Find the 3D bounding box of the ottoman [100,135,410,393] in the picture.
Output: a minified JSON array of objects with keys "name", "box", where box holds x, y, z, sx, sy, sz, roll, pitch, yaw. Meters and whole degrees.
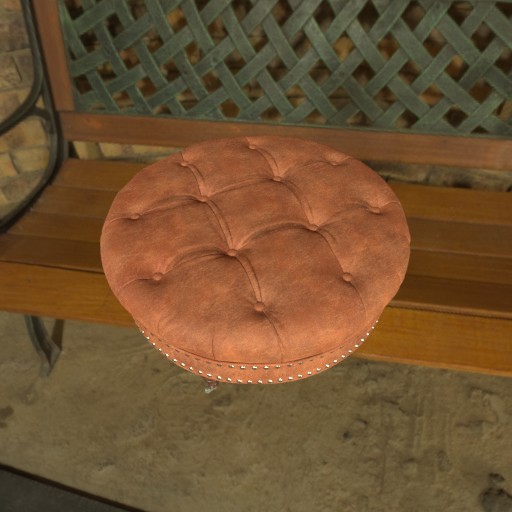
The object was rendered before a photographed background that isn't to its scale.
[{"name":"ottoman","box":[0.000,0.000,1.429,0.901,0.444,0.901,0,48,0]}]
